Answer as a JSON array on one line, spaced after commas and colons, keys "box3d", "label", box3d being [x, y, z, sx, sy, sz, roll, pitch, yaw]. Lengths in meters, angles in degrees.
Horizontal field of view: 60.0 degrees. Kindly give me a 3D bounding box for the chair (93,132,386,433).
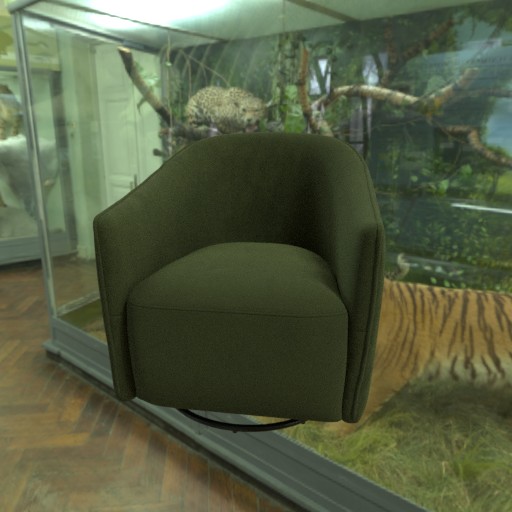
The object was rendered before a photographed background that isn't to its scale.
[{"box3d": [0.000, 0.000, 1.462, 0.747, 0.799, 0.875, 2, 15, 9], "label": "chair"}]
